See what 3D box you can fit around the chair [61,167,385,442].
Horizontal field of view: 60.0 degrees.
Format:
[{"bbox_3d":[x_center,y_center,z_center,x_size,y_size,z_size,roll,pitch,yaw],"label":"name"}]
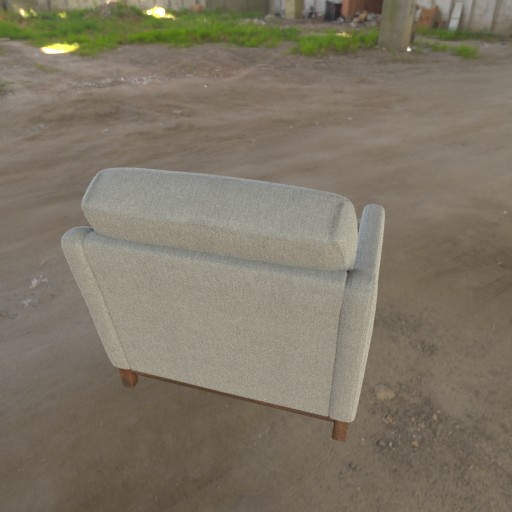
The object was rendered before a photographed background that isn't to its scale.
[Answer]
[{"bbox_3d":[0.000,0.000,1.524,0.826,0.821,0.892,9,32,14],"label":"chair"}]
